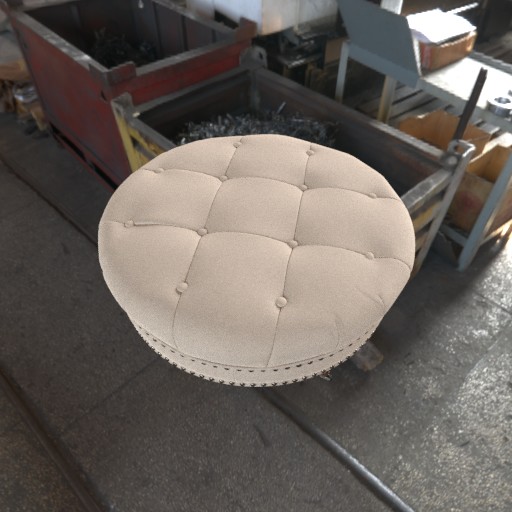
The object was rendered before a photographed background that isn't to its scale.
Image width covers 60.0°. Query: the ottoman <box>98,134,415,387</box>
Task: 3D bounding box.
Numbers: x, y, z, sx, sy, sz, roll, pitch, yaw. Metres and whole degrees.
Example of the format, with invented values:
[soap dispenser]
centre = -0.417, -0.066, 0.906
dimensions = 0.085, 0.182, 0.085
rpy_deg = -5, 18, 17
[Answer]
[ottoman]
centre = 0.000, 0.000, 1.398
dimensions = 0.901, 0.439, 0.901
rpy_deg = 0, 47, 0
